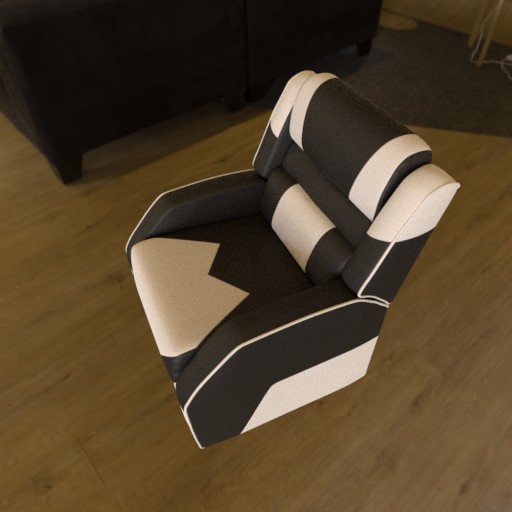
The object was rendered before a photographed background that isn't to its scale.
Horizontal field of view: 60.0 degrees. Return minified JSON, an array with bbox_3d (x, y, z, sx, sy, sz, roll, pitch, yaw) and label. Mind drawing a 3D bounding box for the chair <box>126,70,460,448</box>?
[{"bbox_3d":[0.000,0.000,1.271,0.672,0.805,0.620,-18,48,-17],"label":"chair"}]
